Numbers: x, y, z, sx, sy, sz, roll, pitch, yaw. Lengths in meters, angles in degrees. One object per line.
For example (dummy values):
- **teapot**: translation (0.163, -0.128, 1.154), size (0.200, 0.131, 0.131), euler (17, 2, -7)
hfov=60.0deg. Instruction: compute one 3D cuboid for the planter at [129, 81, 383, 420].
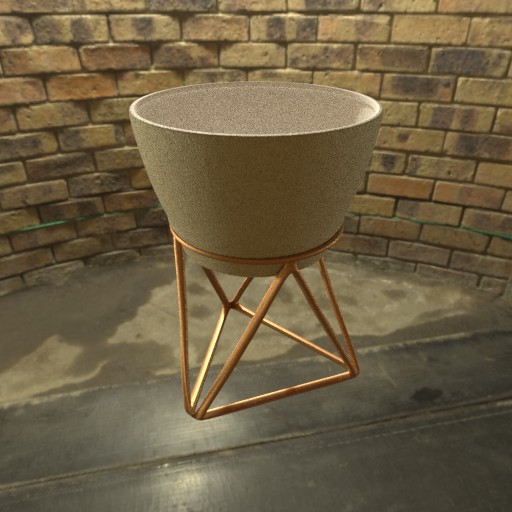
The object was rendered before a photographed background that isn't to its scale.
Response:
- **planter**: translation (0.000, 0.000, 0.753), size (0.350, 0.504, 0.350), euler (23, 38, 34)
